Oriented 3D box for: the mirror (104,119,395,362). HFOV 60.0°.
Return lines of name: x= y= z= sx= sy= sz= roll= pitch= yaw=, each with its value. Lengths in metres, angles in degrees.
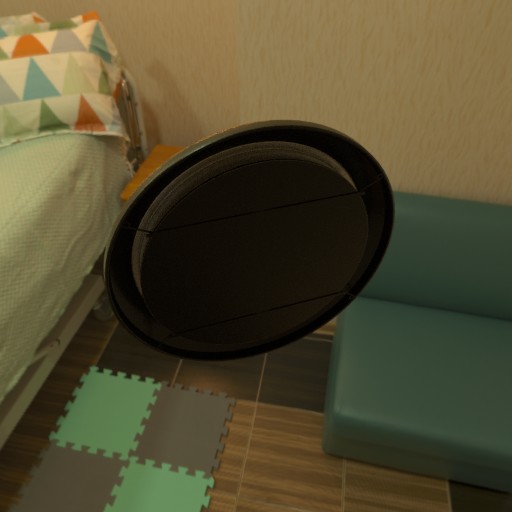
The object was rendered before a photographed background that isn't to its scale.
mirror: x=0.000 y=0.000 z=1.389 sx=0.907 sy=0.907 sz=0.111 roll=-12 pitch=43 yaw=-14
